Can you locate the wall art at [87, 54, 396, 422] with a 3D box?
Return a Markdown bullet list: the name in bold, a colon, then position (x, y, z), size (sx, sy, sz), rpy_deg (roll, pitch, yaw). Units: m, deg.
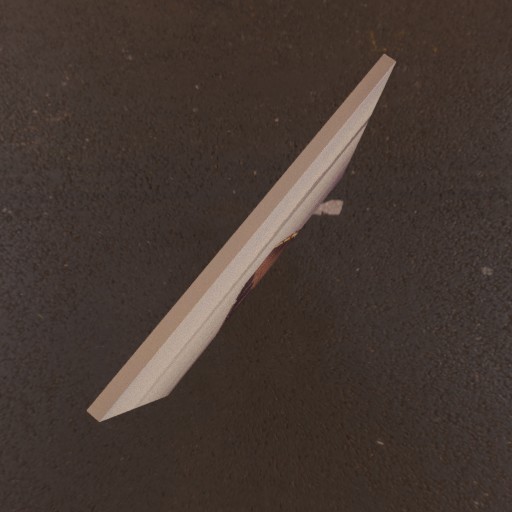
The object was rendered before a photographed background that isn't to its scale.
- **wall art**: position (0.000, 0.000, 0.773), size (0.021, 0.410, 0.615), rpy_deg (38, 79, 8)
